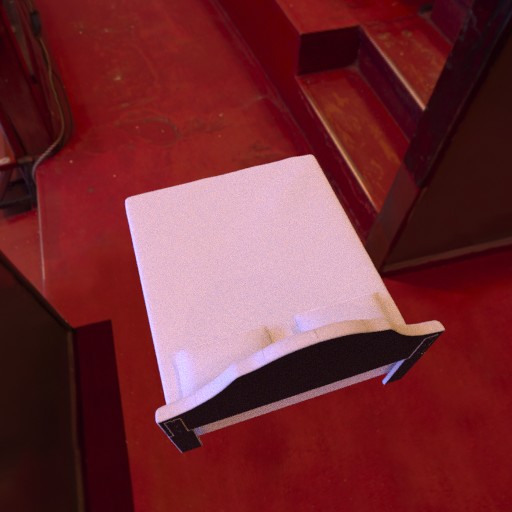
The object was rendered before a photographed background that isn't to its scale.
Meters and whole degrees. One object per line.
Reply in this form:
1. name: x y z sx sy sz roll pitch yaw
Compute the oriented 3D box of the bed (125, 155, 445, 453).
1. bed: 0.000 0.000 3.586 2.008 1.615 2.214 -15 59 -9
